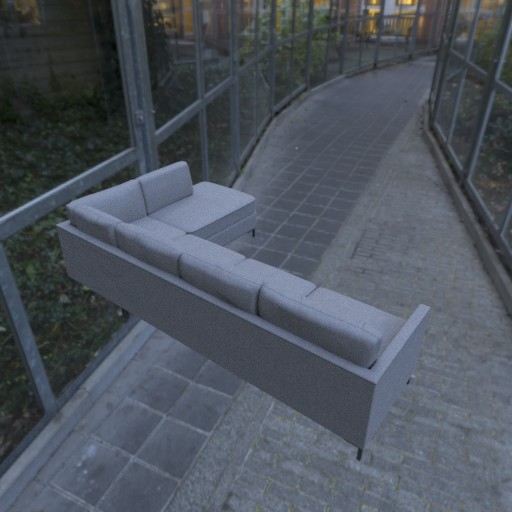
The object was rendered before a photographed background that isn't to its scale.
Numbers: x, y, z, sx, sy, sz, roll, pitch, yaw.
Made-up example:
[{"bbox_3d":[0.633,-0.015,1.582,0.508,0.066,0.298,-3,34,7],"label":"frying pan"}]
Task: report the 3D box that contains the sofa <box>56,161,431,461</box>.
[{"bbox_3d":[0.000,0.000,4.217,3.331,0.964,2.077,21,37,32],"label":"sofa"}]
